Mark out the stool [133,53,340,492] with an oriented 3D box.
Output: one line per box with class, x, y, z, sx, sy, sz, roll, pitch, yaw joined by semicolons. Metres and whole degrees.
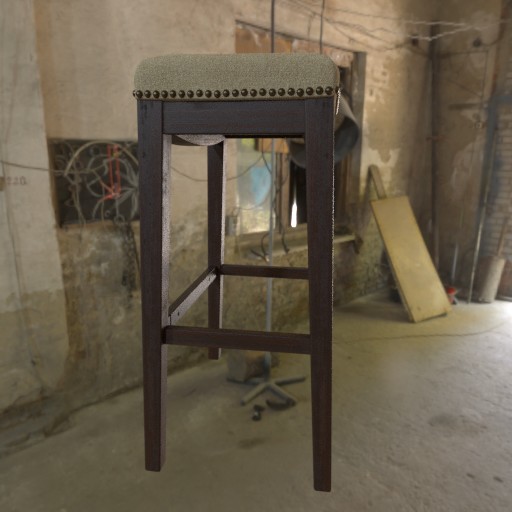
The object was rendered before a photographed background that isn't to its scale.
stool;0.000;0.000;0.998;0.363;0.768;0.509;2;14;9
